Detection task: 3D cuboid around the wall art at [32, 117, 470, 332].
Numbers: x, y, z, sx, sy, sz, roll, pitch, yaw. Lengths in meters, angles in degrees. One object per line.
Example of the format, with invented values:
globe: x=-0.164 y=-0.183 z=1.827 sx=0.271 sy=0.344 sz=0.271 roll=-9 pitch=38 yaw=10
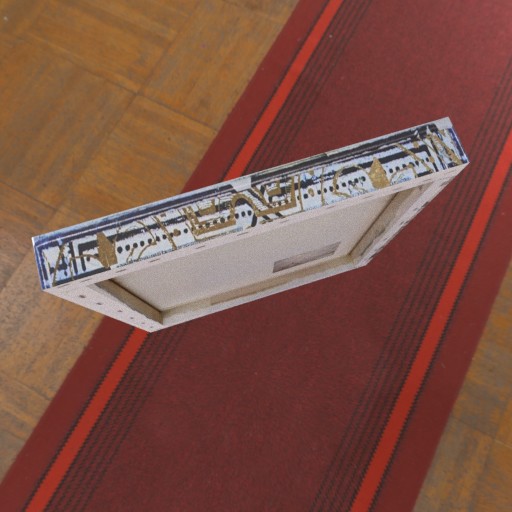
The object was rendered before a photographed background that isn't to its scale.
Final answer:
wall art: x=0.000 y=0.000 z=0.450 sx=0.302 sy=0.306 sz=0.038 roll=-17 pitch=76 yaw=-4
